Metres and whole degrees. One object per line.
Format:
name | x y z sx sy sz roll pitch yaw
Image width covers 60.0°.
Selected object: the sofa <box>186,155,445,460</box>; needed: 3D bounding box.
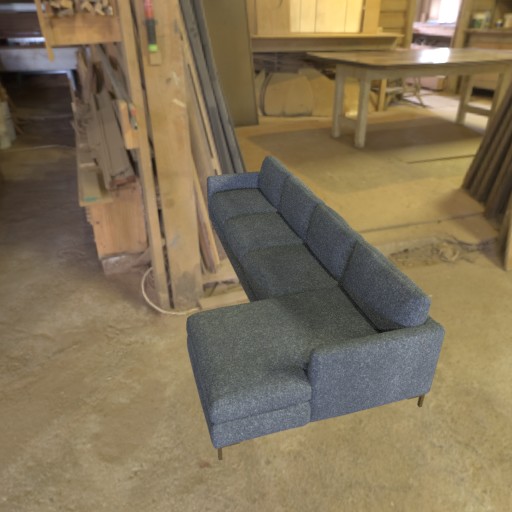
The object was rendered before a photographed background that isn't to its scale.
sofa | 0.000 0.000 3.561 1.350 0.810 2.932 -8 30 -14
